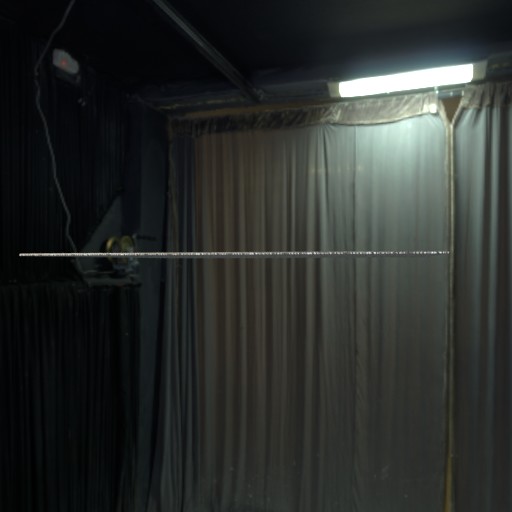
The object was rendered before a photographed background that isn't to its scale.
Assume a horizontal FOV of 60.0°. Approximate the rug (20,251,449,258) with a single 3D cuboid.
[{"bbox_3d":[0.000,0.000,3.909,2.932,0.015,2.315,0,-1,18],"label":"rug"}]
